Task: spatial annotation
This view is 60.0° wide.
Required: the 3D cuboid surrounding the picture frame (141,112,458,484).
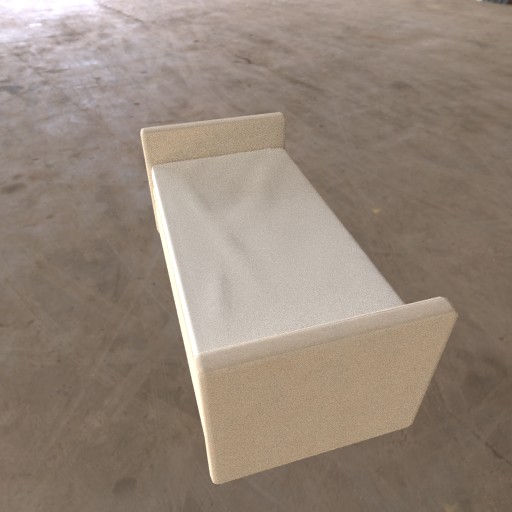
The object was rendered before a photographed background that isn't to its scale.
[{"bbox_3d":[0.000,0.000,2.724,1.069,0.891,2.161,-11,41,-13],"label":"picture frame"}]
